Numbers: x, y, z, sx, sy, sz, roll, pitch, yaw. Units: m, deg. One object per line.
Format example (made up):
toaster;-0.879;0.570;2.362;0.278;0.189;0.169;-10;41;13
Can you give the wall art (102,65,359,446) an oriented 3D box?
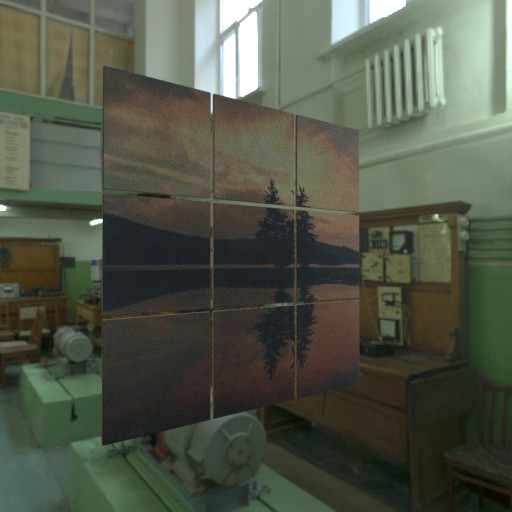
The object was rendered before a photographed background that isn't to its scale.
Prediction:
wall art;0.000;0.000;1.780;1.216;1.218;0.013;0;-1;-36
